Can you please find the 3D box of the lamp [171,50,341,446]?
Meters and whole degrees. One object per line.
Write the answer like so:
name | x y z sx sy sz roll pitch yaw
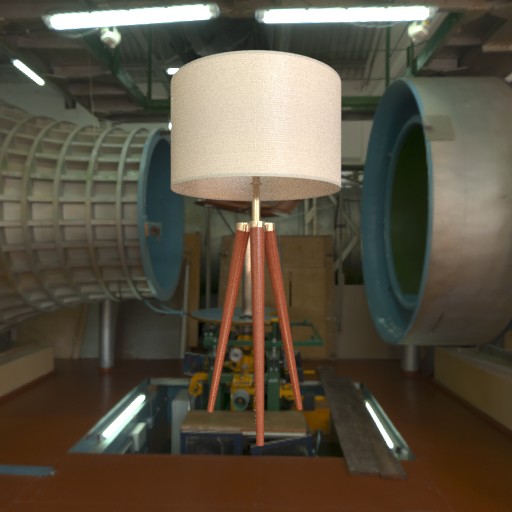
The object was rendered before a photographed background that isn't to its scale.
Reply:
lamp | 0.000 0.000 0.940 0.354 0.709 0.355 0 0 37
